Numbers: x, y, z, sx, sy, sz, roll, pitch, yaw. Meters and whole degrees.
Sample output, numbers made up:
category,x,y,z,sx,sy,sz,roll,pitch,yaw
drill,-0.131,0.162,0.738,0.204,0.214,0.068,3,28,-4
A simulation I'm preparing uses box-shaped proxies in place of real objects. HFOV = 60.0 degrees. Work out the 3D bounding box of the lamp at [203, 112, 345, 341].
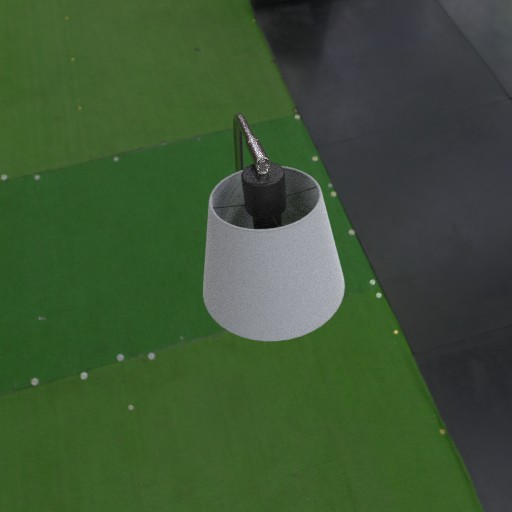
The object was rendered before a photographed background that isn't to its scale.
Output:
category,x,y,z,sx,sy,sz,roll,pitch,yaw
lamp,0.000,0.000,0.694,0.181,0.539,0.348,-13,64,-6
